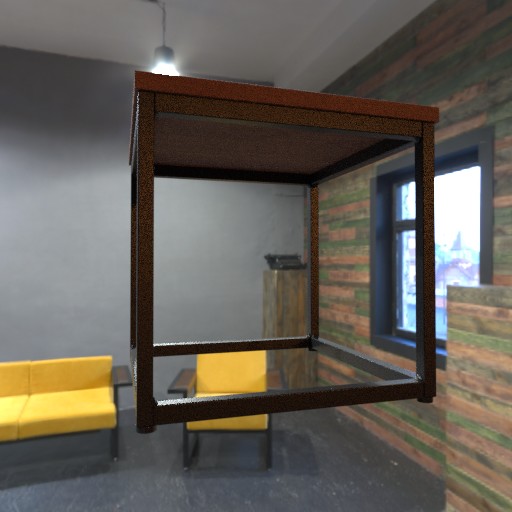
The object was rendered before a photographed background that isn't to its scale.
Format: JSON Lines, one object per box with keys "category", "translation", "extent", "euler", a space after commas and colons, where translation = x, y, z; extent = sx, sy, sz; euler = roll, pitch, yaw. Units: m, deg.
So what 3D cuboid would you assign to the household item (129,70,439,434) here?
{"category": "household item", "translation": [0.000, 0.000, 0.733], "extent": [0.400, 0.400, 0.400], "euler": [0, -1, -17]}
